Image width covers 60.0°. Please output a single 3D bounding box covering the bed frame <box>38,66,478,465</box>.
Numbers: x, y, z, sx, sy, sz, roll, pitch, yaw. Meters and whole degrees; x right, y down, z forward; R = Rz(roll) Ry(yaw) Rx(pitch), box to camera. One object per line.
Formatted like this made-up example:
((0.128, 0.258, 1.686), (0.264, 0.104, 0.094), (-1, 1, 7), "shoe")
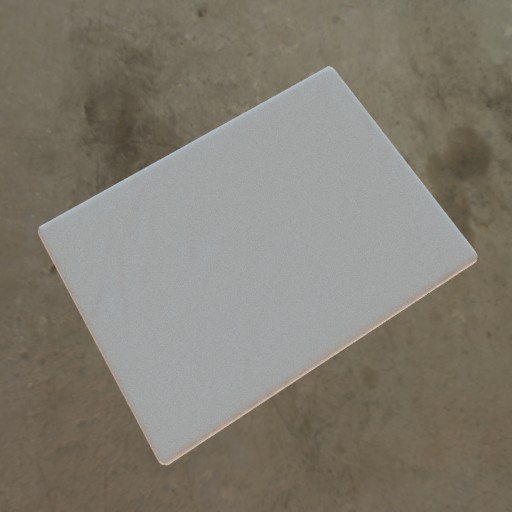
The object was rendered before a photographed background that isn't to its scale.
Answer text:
((0.000, 0.000, 2.563), (1.900, 0.561, 1.400), (-31, 78, -7), "bed frame")
